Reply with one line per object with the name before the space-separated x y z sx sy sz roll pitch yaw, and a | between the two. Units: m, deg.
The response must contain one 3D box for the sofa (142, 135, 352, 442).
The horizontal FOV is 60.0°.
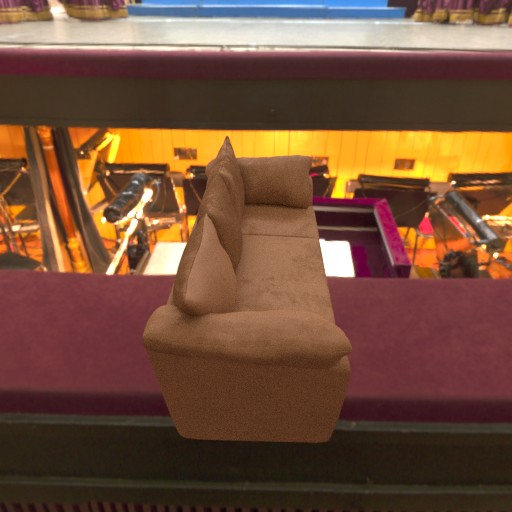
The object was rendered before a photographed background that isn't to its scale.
sofa | 0.000 0.000 2.887 0.893 0.981 2.377 1 31 2
